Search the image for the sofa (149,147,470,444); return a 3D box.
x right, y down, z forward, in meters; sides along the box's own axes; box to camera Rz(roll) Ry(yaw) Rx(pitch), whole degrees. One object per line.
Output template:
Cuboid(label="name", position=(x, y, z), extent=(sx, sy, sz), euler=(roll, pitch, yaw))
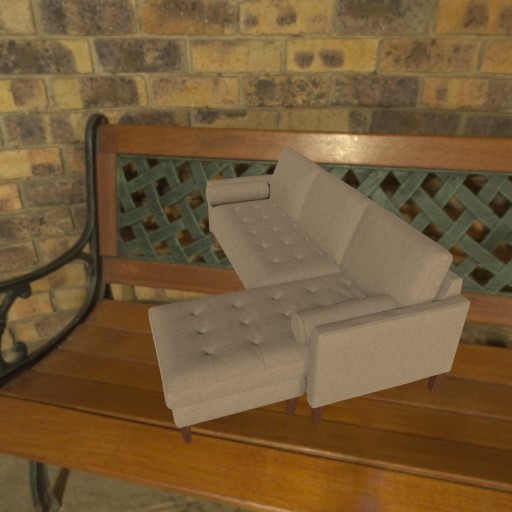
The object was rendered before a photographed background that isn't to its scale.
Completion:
Cuboid(label="sofa", position=(0.000, 0.000, 2.940), extent=(1.506, 0.875, 2.178), euler=(-9, 30, -16))
